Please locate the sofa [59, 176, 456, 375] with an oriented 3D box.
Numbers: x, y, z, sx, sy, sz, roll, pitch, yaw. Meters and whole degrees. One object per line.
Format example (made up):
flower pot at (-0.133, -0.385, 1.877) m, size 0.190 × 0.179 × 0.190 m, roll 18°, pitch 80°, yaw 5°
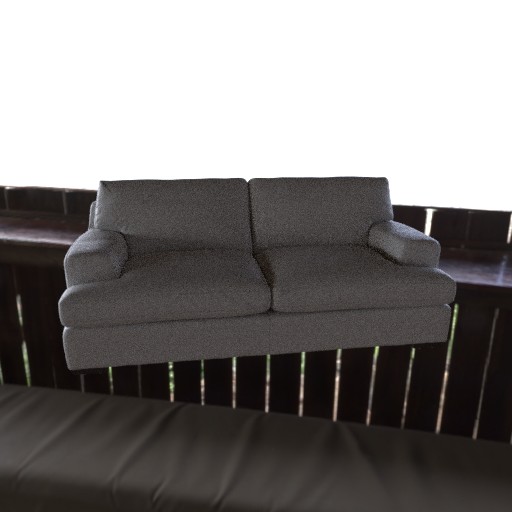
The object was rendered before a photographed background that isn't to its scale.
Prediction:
sofa at (0.000, 0.000, 2.872) m, size 2.261 × 0.940 × 1.143 m, roll -2°, pitch 15°, yaw -9°
